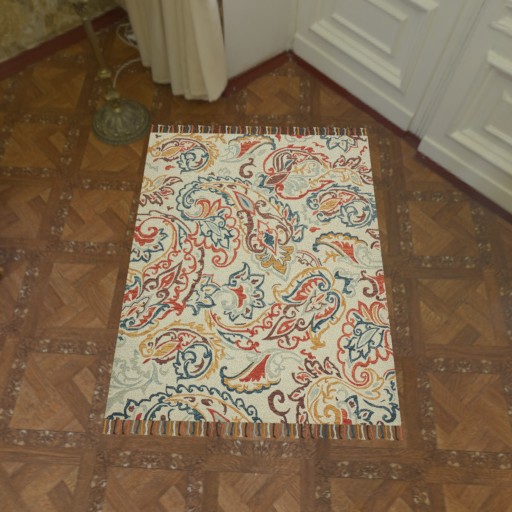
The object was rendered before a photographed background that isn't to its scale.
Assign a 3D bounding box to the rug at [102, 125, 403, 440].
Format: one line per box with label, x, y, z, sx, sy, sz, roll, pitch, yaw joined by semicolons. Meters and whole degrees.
rug;0.000;0.000;4.310;2.439;0.015;3.274;1;64;1
